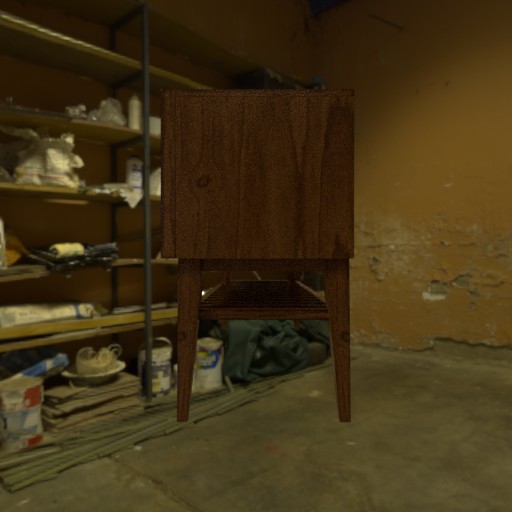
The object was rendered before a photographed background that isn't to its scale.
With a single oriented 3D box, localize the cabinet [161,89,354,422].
[{"bbox_3d":[0.000,0.000,1.744,0.477,0.802,1.363,0,0,0],"label":"cabinet"}]
